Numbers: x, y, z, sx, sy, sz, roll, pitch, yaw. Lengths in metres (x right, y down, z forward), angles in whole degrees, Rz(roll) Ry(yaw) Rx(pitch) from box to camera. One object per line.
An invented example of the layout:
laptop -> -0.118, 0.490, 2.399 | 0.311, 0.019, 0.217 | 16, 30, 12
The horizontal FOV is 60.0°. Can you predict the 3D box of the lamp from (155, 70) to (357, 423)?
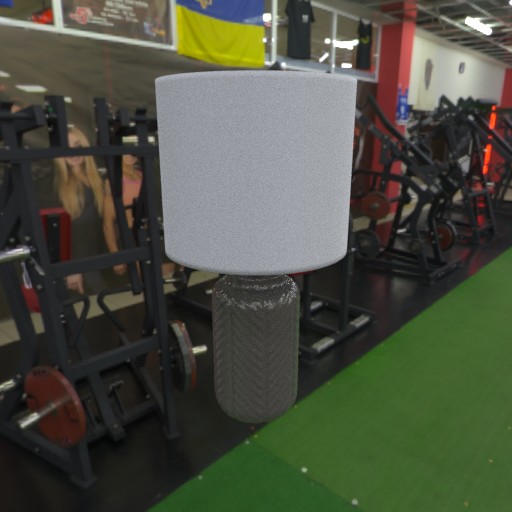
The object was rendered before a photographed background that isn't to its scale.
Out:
lamp -> 0.000, 0.000, 0.509 | 0.203, 0.389, 0.203 | 16, 23, 42
